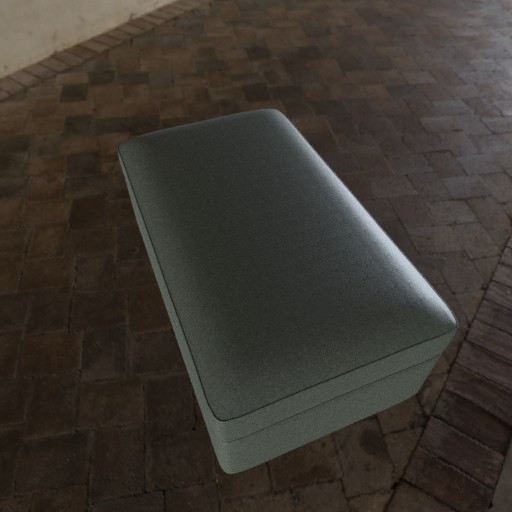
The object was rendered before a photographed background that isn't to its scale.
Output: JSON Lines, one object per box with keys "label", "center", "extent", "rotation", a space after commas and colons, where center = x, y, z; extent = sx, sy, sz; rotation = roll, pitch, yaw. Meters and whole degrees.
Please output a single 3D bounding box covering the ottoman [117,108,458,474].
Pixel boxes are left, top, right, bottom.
{"label": "ottoman", "center": [0.000, 0.000, 1.544], "extent": [0.681, 0.494, 1.173], "rotation": [-17, 51, -15]}
